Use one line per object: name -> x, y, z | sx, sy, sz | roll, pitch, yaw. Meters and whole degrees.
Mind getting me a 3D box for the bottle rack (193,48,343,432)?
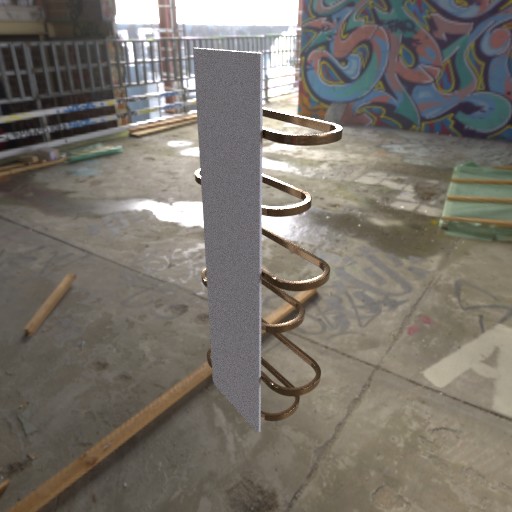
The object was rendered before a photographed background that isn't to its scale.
bottle rack -> 0.000, 0.000, 0.837 | 0.118, 0.709, 0.332 | -18, 33, -31
